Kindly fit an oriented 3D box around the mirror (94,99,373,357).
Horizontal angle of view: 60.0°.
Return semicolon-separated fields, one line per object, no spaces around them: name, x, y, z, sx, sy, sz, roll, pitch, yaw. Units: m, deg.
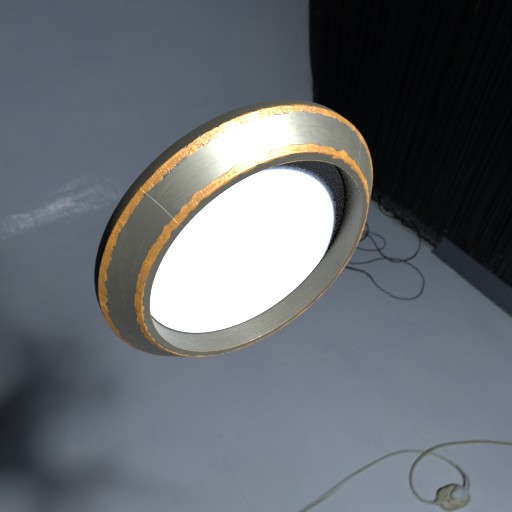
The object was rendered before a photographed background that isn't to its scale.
mirror;0.000;0.000;1.310;0.907;0.907;0.111;-24;52;-20
